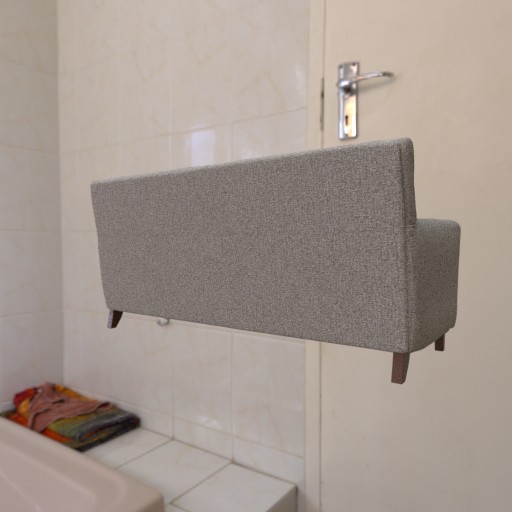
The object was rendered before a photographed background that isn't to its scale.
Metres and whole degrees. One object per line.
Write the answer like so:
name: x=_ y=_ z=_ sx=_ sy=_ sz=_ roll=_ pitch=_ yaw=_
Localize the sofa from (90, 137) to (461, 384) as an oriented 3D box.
sofa: x=0.000 y=0.000 z=2.533 sx=2.026 sy=0.942 sz=0.854 roll=1 pitch=2 yaw=37
